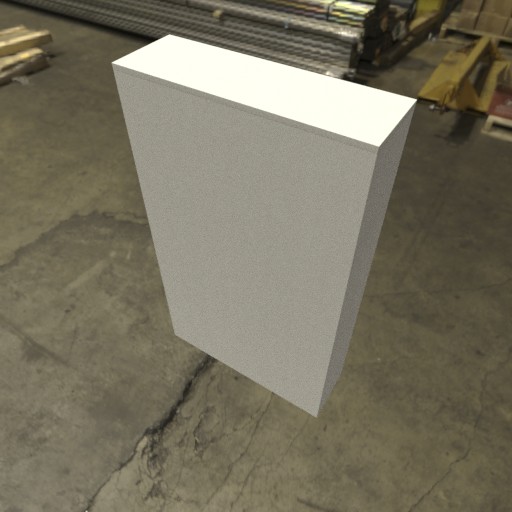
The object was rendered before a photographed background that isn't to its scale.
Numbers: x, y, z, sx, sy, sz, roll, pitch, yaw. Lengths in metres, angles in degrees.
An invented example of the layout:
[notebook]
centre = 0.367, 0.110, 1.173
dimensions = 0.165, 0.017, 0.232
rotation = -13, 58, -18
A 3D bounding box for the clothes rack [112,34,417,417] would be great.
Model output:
[clothes rack]
centre = 0.000, 0.000, 1.570
dimensions = 0.750, 1.280, 0.250
rotation = 25, 51, 22
